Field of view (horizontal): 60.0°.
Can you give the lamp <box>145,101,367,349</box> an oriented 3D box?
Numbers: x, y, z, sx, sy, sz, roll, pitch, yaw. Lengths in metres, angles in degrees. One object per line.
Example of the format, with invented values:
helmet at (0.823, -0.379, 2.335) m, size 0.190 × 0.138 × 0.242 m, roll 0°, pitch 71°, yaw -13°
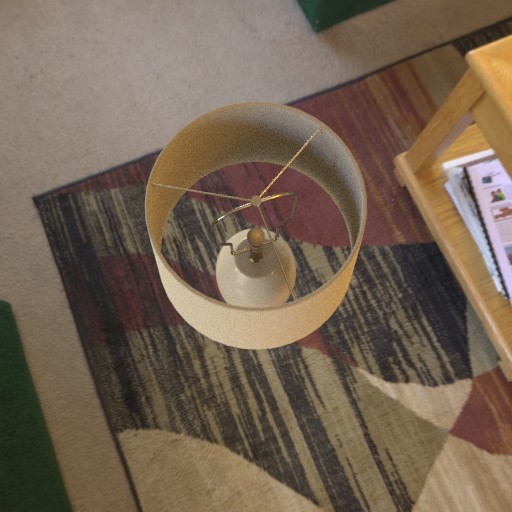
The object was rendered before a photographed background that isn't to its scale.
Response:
lamp at (0.000, 0.000, 0.685) m, size 0.285 × 0.483 × 0.285 m, roll 0°, pitch 76°, yaw 0°
